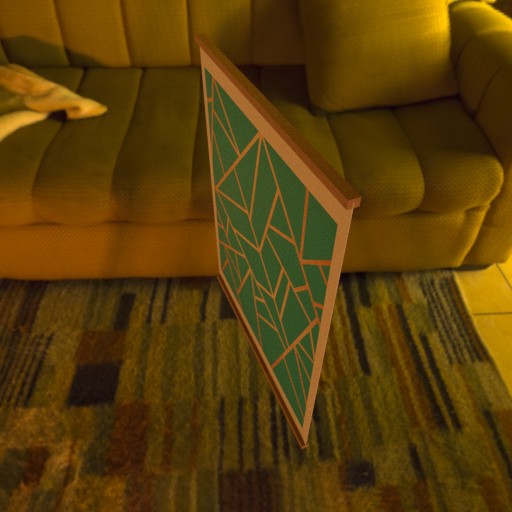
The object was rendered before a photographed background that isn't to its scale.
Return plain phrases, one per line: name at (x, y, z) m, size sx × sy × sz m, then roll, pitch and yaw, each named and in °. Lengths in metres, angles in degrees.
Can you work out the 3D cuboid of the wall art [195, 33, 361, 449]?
wall art at (0.000, 0.000, 0.669) m, size 0.012 × 0.508 × 0.405 m, roll -17°, pitch 48°, yaw -16°
